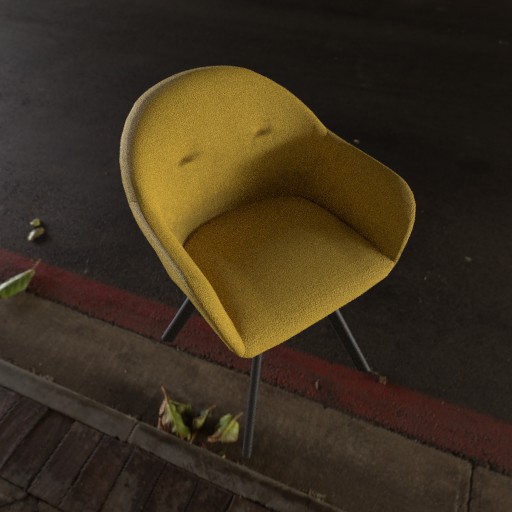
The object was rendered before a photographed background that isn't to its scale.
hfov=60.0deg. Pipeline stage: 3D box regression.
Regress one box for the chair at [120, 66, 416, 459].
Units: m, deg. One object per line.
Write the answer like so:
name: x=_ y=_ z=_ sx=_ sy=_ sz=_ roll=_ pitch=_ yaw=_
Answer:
chair: x=0.000 y=0.000 z=1.132 sx=0.545 sy=0.775 sz=0.565 roll=-26 pitch=51 yaw=-24
